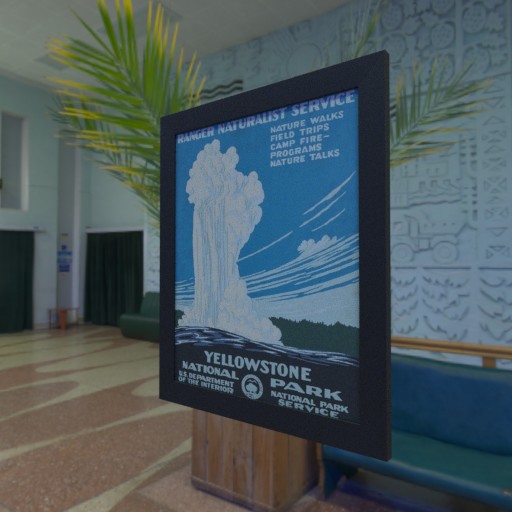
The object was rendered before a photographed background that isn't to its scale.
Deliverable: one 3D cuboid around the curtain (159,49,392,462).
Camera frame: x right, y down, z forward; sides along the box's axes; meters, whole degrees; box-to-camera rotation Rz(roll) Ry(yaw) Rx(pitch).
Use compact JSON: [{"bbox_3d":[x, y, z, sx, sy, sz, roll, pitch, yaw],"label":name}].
[{"bbox_3d":[0.000,0.000,0.785,0.483,0.585,0.027,-1,-1,37],"label":"curtain"}]
